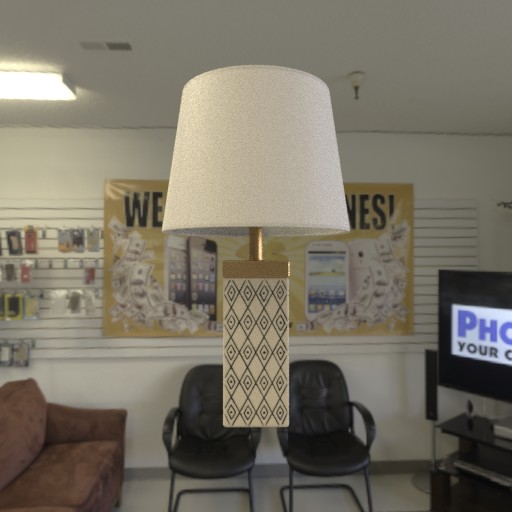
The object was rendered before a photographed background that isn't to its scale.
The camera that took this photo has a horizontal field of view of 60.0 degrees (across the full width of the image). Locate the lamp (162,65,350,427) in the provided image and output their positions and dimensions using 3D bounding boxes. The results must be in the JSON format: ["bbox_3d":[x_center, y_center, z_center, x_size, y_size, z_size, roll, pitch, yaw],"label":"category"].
[{"bbox_3d":[0.000,0.000,0.604,0.251,0.435,0.251,0,0,0],"label":"lamp"}]
